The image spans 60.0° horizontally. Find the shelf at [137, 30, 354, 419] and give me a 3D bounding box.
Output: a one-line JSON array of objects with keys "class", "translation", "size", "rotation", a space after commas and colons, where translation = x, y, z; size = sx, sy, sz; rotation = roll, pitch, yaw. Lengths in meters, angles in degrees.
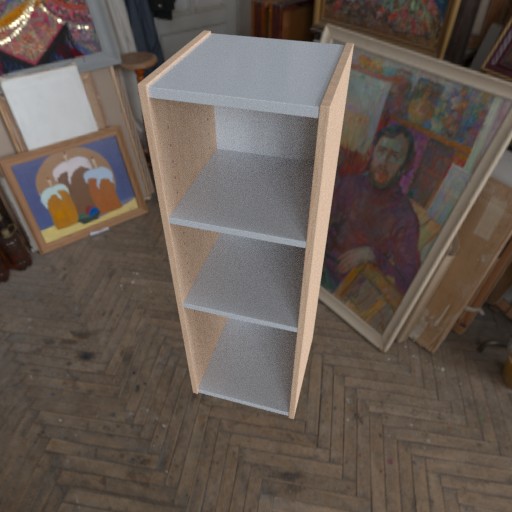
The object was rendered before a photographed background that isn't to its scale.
[{"class": "shelf", "translation": [0.000, 0.000, 1.062], "size": [0.300, 0.900, 0.290], "rotation": [11, 44, 12]}]
